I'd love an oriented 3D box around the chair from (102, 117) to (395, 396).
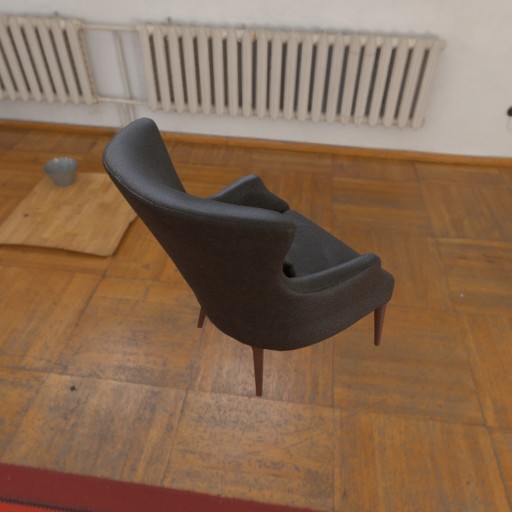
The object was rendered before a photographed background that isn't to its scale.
[{"bbox_3d":[0.000,0.000,1.766,0.954,1.068,0.819,-27,48,-27],"label":"chair"}]
